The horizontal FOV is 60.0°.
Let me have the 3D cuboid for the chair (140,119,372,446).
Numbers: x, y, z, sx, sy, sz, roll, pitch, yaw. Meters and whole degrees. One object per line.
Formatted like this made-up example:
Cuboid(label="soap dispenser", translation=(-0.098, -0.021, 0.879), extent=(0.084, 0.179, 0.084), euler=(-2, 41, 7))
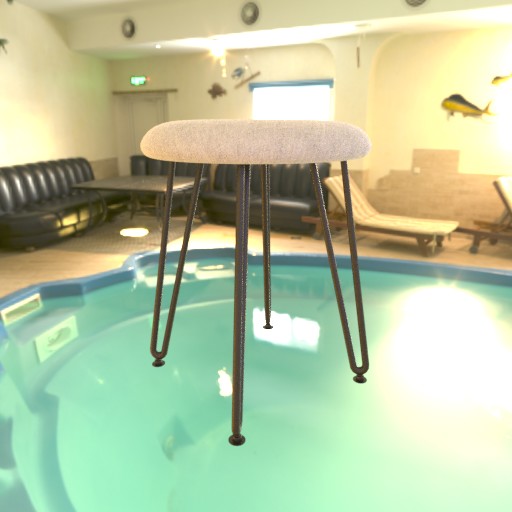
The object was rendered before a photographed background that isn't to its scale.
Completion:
Cuboid(label="chair", translation=(0.000, 0.000, 0.655), extent=(0.350, 0.386, 0.350), euler=(2, 17, 8))
